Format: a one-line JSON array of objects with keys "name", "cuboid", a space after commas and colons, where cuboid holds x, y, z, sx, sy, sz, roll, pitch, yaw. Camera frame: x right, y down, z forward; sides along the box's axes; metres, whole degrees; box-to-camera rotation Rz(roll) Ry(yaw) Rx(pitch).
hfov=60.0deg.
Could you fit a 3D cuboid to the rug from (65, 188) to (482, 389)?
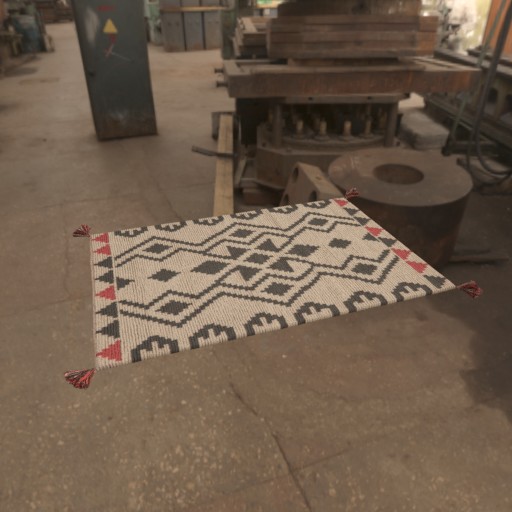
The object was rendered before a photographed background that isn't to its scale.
[{"name": "rug", "cuboid": [0.000, 0.000, 2.579, 2.069, 0.067, 1.444, -10, 33, -16]}]
